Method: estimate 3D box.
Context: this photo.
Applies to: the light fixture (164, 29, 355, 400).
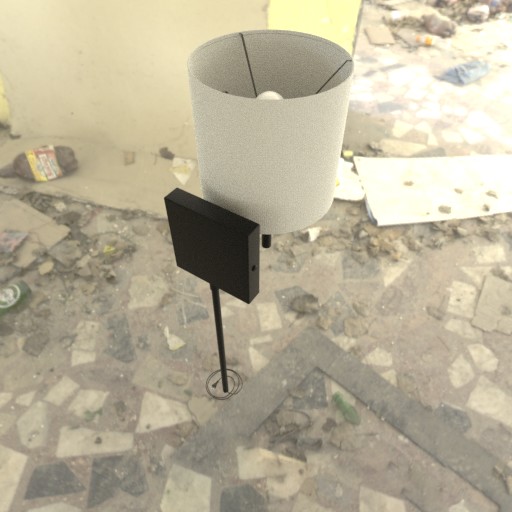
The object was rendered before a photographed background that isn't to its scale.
[{"bbox_3d":[0.000,0.000,0.697,0.188,0.589,0.248,26,52,22],"label":"light fixture"}]
